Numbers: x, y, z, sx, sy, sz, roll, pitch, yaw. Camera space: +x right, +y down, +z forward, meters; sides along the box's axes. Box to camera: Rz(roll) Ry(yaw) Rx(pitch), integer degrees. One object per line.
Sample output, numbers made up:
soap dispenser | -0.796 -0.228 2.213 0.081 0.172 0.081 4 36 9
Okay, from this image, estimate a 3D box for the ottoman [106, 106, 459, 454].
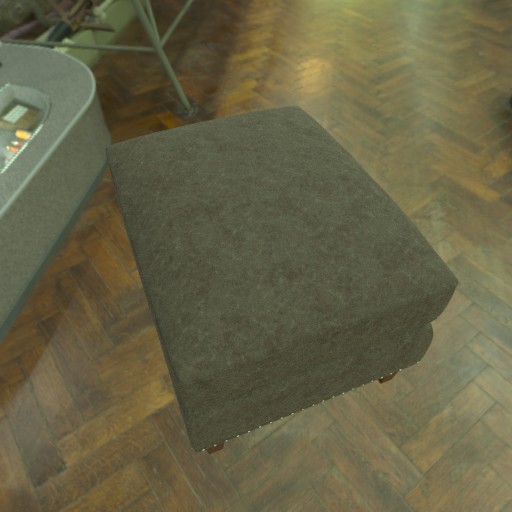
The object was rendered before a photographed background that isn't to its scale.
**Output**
ottoman | 0.000 0.000 1.141 0.584 0.513 0.741 -17 50 -15
